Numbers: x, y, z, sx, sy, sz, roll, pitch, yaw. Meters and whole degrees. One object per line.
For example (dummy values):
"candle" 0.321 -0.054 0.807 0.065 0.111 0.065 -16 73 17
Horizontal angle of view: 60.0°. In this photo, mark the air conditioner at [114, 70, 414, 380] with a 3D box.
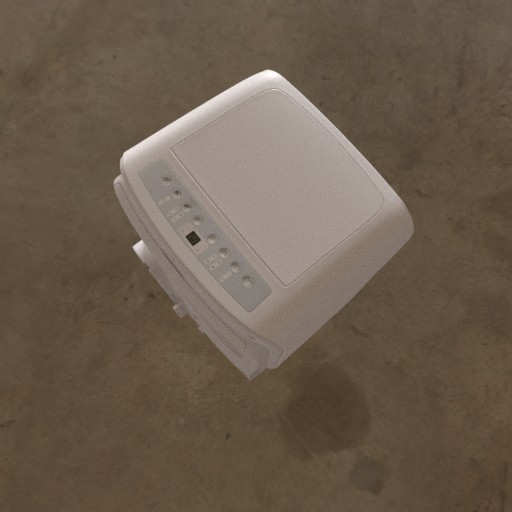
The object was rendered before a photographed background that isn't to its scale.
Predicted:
"air conditioner" 0.000 0.000 1.088 0.467 0.765 0.478 -38 78 -10
